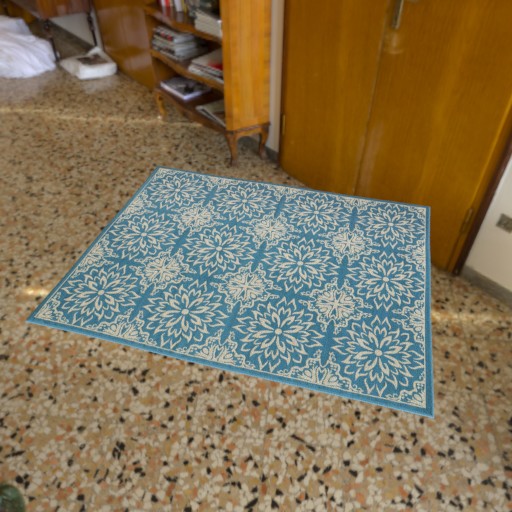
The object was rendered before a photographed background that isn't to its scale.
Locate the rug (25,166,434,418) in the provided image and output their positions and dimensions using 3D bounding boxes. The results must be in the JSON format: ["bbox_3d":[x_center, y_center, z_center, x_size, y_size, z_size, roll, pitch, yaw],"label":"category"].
[{"bbox_3d":[0.000,0.000,3.887,2.964,0.018,2.350,11,43,11],"label":"rug"}]
